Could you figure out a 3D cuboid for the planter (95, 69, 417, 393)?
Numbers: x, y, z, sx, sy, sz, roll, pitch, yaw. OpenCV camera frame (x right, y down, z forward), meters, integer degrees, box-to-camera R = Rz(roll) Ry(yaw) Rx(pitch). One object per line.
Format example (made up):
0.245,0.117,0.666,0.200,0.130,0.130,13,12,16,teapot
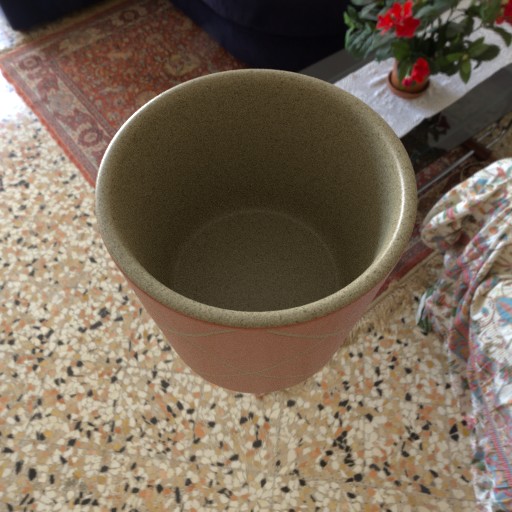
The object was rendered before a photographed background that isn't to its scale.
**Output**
0.000,0.000,0.351,0.191,0.200,0.191,0,61,0,planter
